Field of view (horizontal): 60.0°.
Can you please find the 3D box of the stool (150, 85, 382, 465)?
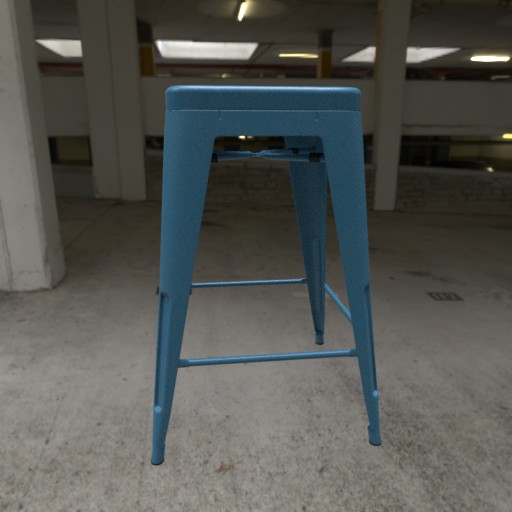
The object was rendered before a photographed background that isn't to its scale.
[{"bbox_3d":[0.000,0.000,0.880,0.410,0.608,0.410,-2,16,-7],"label":"stool"}]
